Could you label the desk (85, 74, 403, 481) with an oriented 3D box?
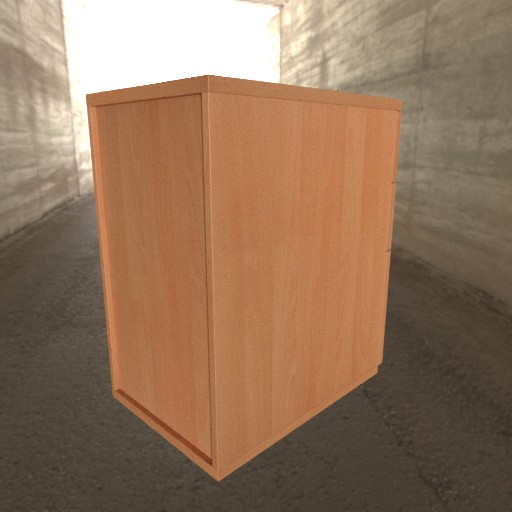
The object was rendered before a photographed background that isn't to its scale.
[{"bbox_3d":[0.000,0.000,1.079,0.600,0.730,0.404,-14,20,-43],"label":"desk"}]
